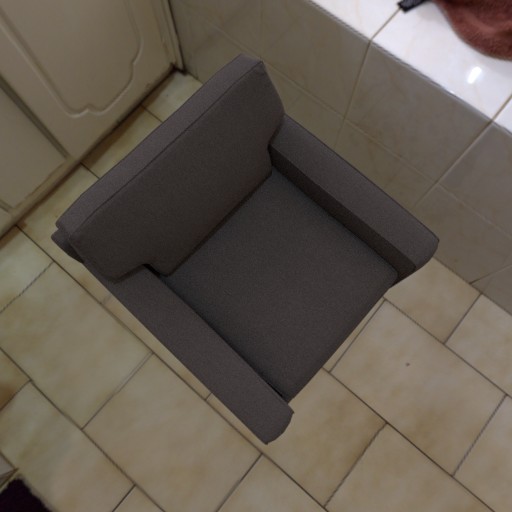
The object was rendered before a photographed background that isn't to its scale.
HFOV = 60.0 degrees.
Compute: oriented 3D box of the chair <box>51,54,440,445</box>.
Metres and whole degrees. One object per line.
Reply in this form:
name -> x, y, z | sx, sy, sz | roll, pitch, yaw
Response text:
chair -> 0.000, 0.000, 1.806 | 1.043, 0.913, 0.997 | 42, 79, 10
